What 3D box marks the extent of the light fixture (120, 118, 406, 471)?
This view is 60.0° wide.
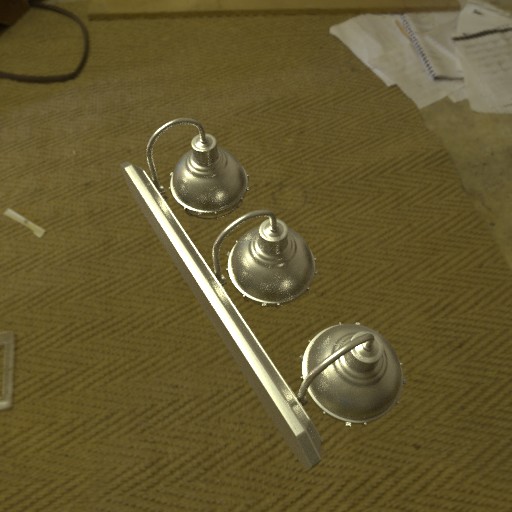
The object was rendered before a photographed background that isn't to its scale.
[{"bbox_3d":[0.000,0.000,0.757,0.229,0.254,0.634,-28,63,-16],"label":"light fixture"}]
